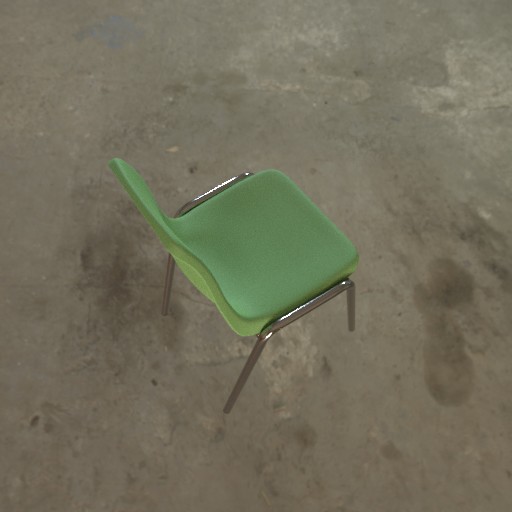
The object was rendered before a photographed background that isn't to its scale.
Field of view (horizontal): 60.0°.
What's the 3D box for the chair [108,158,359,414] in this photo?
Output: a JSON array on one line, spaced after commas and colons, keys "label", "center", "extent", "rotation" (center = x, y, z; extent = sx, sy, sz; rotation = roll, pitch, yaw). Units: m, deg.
[{"label": "chair", "center": [0.000, 0.000, 0.992], "extent": [0.436, 0.704, 0.381], "rotation": [-31, 63, -17]}]
